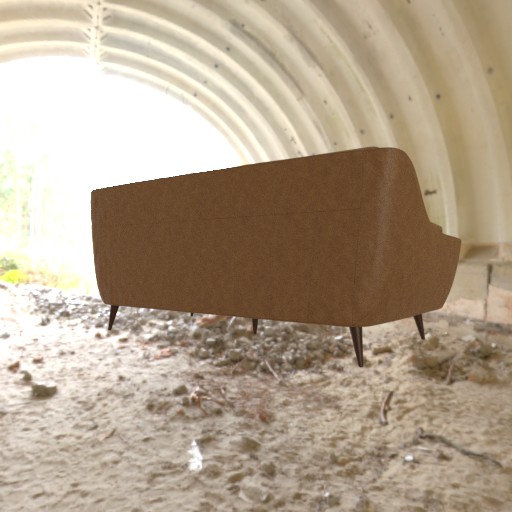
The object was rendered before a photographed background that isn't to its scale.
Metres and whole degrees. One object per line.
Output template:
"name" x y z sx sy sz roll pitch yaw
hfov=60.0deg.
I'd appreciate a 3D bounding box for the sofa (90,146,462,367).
"sofa" 0.000 0.000 2.393 1.902 0.839 0.904 0 0 35
